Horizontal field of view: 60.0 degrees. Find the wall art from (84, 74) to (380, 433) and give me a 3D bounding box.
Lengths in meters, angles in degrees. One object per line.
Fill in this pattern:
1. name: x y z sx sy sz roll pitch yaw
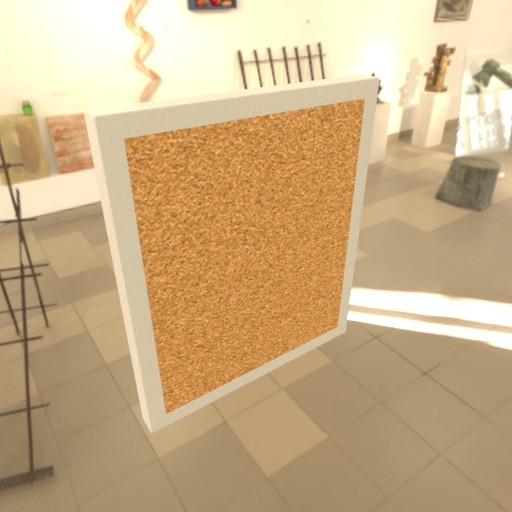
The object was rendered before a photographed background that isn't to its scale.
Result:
1. wall art: 0.000 0.000 0.537 0.331 0.381 0.028 -20 36 -30
